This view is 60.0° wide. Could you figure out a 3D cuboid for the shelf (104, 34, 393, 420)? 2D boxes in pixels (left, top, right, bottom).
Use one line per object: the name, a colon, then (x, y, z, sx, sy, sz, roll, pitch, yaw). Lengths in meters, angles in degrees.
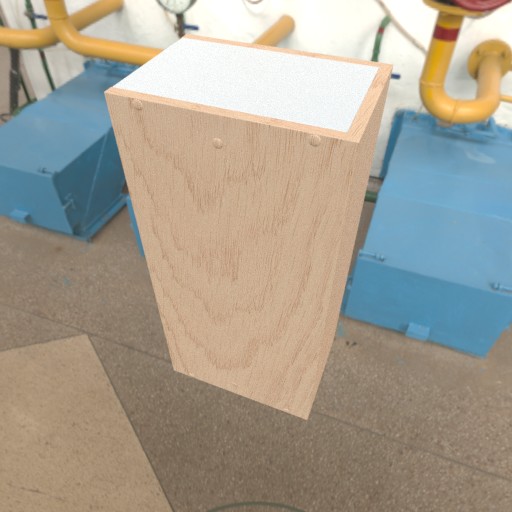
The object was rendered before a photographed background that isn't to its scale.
shelf: (0.000, 0.000, 0.738, 0.290, 0.600, 0.200, 16, 47, 15)
